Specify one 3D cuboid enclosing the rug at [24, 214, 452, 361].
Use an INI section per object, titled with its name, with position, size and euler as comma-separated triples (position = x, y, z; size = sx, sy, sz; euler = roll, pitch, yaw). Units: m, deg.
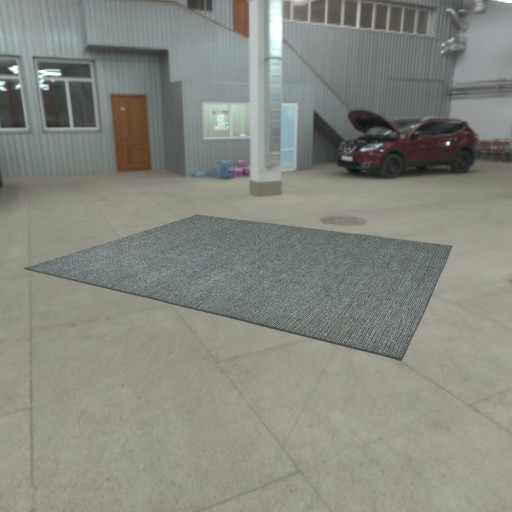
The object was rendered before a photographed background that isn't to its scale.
[rug]
position = 0.000, 0.000, 4.010
size = 3.068, 0.021, 2.456
euler = 9, 20, 27
